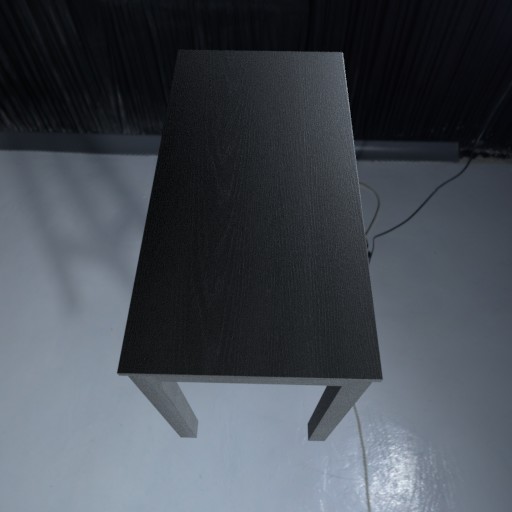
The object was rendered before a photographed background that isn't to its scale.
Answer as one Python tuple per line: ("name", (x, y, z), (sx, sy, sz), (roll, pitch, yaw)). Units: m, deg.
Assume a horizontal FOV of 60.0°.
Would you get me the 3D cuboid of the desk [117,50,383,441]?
("desk", (0.000, 0.000, 1.412), (0.499, 0.762, 0.991), (1, 59, 1))
